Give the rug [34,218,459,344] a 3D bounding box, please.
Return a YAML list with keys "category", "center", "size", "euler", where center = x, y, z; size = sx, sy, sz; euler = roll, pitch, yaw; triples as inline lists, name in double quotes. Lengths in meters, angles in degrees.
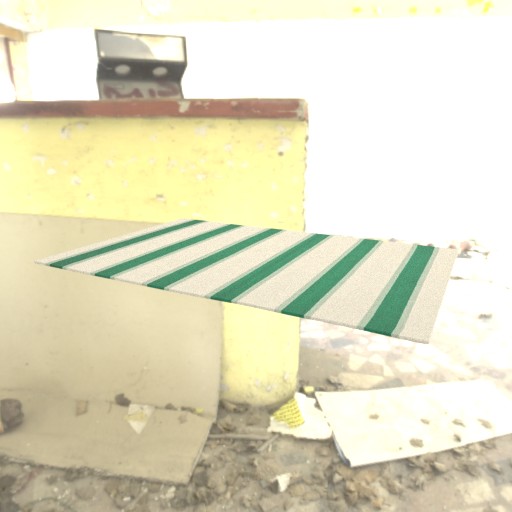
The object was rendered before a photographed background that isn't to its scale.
- category: "rug"
  center: [0.000, 0.000, 2.277]
  size: [1.829, 0.012, 1.210]
  euler: [8, 18, 27]
